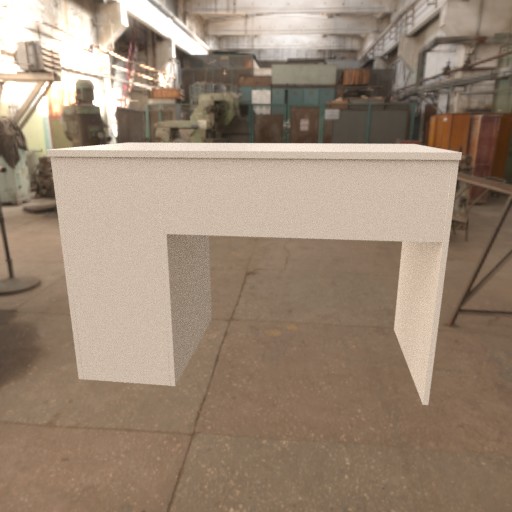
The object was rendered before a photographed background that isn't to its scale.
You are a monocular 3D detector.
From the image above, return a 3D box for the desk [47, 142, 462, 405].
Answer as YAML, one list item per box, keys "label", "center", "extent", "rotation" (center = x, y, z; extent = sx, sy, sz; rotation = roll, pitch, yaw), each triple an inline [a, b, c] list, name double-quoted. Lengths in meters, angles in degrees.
- label: "desk"
  center: [0.000, 0.000, 1.530]
  extent: [1.097, 0.735, 0.560]
  rotation: [2, 16, 7]
